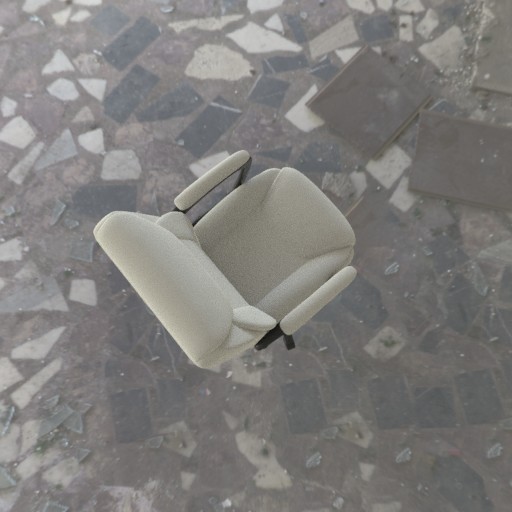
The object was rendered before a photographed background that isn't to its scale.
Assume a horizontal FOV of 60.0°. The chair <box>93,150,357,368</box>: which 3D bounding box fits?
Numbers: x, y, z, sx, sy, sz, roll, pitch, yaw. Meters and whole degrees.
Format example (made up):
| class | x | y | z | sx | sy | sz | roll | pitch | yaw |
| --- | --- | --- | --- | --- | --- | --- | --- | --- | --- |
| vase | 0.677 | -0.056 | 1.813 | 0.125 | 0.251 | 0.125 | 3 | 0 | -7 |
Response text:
| class | x | y | z | sx | sy | sz | roll | pitch | yaw |
| --- | --- | --- | --- | --- | --- | --- | --- | --- | --- |
| chair | 0.000 | 0.000 | 1.510 | 0.669 | 1.065 | 0.663 | -39 | 80 | -9 |
